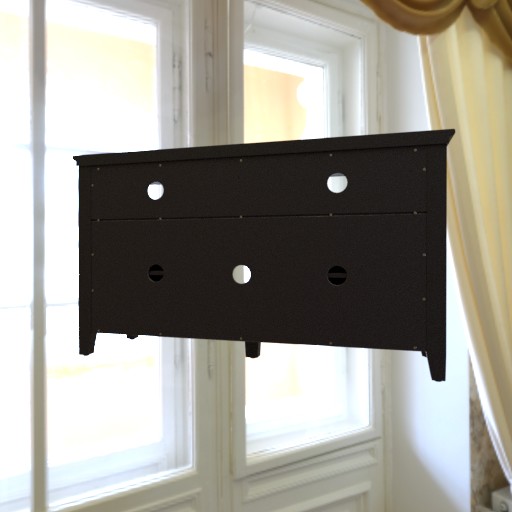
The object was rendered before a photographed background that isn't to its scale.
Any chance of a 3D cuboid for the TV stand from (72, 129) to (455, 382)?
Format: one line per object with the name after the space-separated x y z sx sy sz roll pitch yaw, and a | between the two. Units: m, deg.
0.000 0.000 1.508 1.198 0.681 0.347 0 0 16 | TV stand
